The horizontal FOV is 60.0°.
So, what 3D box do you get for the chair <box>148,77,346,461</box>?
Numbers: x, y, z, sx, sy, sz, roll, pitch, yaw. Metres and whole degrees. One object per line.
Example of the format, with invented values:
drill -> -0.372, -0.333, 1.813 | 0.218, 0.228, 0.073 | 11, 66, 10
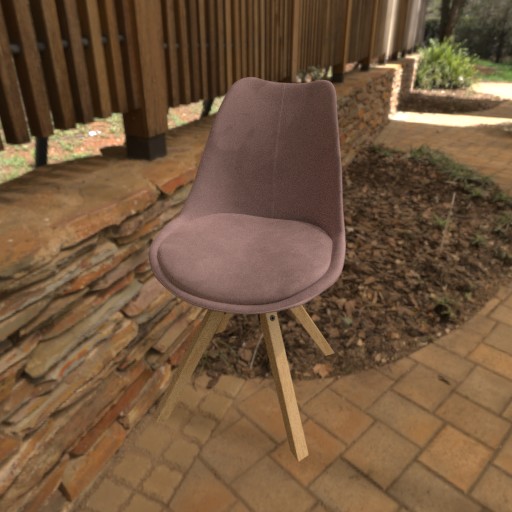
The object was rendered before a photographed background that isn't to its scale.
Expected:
chair -> 0.000, 0.000, 1.197 | 0.485, 0.850, 0.550 | 8, 28, 16
